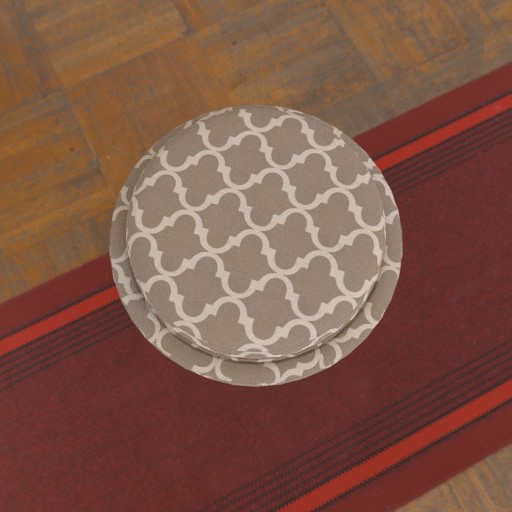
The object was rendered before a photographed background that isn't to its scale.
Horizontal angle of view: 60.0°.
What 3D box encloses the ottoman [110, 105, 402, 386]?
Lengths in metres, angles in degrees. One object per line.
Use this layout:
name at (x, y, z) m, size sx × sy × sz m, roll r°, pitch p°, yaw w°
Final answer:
ottoman at (0.000, 0.000, 0.851) m, size 0.480 × 0.429 × 0.480 m, roll 0°, pitch 75°, yaw 0°
